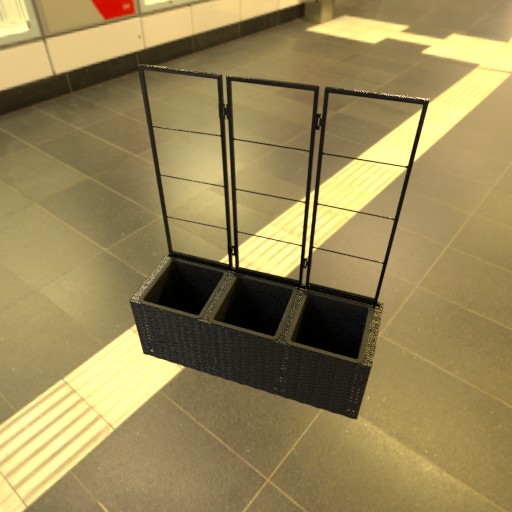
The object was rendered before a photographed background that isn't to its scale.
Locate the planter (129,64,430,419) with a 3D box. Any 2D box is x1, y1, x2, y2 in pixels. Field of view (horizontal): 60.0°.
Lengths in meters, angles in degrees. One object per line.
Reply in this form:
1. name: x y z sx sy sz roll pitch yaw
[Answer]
1. planter: 0.000 0.000 1.168 0.698 0.841 0.244 13 42 15
